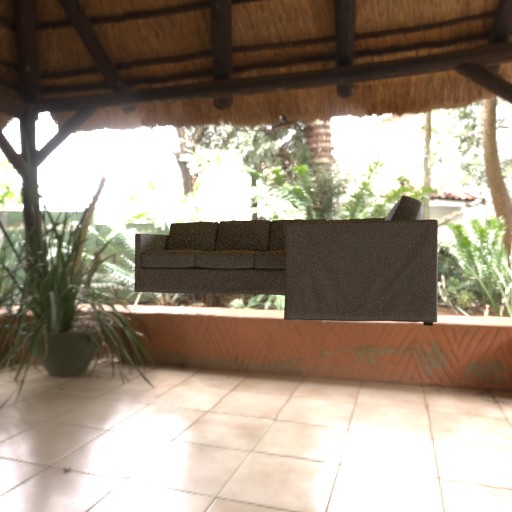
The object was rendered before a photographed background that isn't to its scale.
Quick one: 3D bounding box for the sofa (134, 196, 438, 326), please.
[{"bbox_3d":[0.000,0.000,4.439,3.182,0.871,2.432,0,1,17],"label":"sofa"}]
